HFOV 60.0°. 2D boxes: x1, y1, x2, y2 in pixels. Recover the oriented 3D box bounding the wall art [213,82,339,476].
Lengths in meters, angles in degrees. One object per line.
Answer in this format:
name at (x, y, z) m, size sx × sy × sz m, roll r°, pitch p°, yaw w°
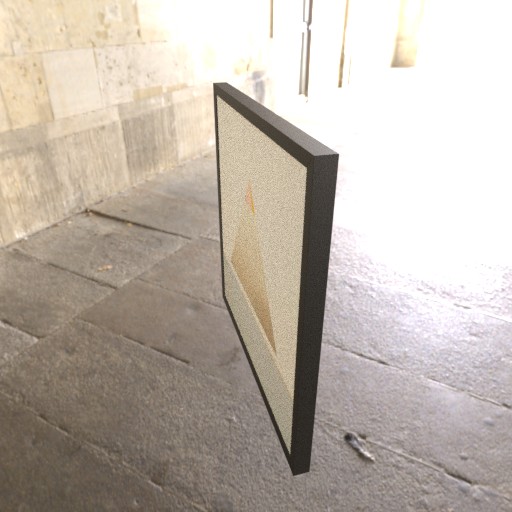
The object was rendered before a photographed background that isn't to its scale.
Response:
wall art at (0.000, 0.000, 1.181) m, size 0.042 × 0.766 × 0.769 m, roll -8°, pitch 30°, yaw -14°
